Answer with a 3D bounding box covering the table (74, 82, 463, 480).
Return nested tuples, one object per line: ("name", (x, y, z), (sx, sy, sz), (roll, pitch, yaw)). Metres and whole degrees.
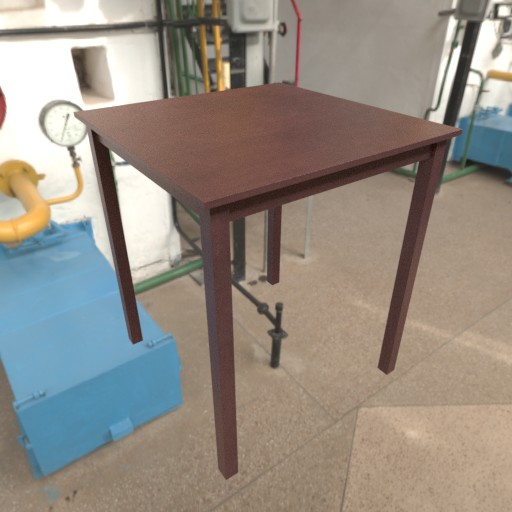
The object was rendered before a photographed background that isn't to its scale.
("table", (0.000, 0.000, 1.634), (0.861, 0.991, 0.861), (-21, 37, -30))
